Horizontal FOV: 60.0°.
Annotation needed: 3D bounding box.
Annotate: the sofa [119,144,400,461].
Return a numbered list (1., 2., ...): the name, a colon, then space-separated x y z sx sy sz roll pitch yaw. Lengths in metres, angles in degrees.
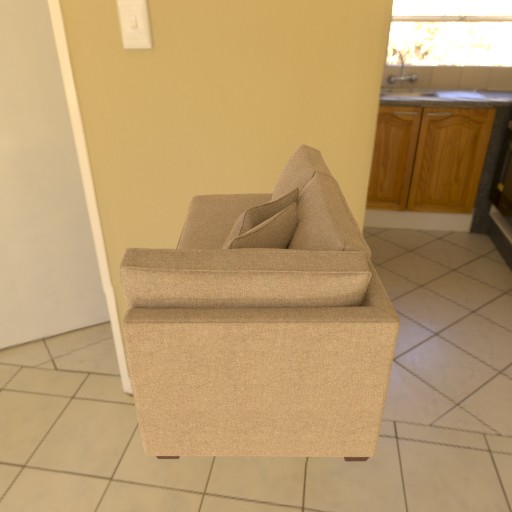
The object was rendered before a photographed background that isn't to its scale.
1. sofa: 0.000 0.000 2.781 1.110 1.019 2.238 0 28 0
